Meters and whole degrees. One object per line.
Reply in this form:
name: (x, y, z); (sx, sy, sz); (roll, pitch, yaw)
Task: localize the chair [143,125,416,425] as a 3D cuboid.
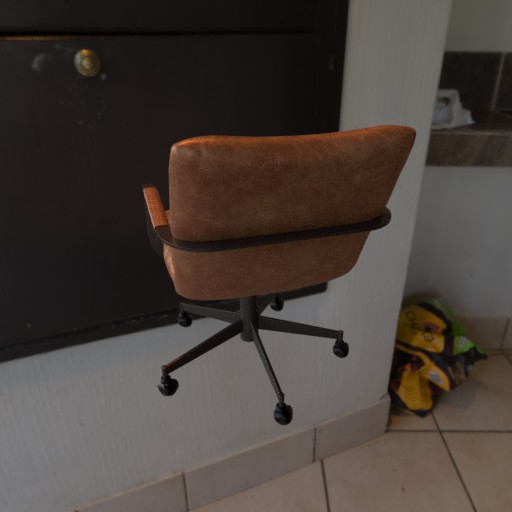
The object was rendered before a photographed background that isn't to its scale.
chair: (0.000, 0.000, 1.450); (0.727, 0.922, 0.754); (-8, 27, -16)
